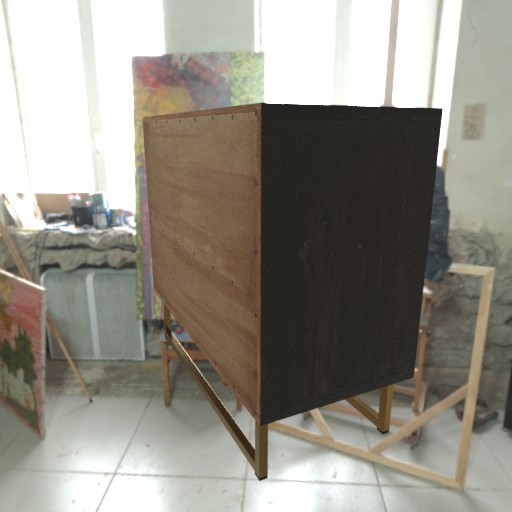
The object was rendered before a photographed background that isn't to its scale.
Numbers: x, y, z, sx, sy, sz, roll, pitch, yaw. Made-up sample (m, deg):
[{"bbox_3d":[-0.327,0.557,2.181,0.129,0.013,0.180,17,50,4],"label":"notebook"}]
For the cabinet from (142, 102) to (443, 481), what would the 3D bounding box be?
[{"bbox_3d":[0.000,0.000,1.407,0.451,0.860,0.950,-8,17,-25],"label":"cabinet"}]
